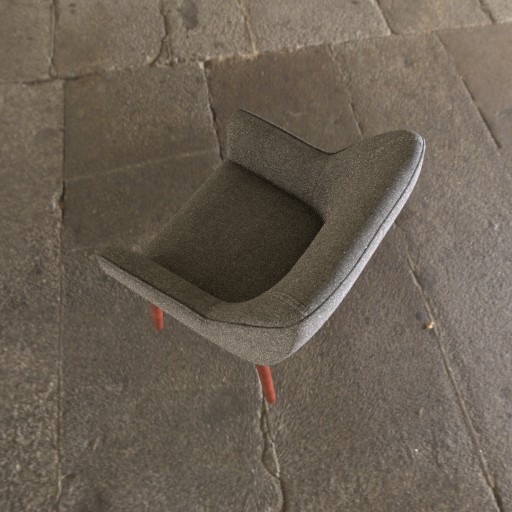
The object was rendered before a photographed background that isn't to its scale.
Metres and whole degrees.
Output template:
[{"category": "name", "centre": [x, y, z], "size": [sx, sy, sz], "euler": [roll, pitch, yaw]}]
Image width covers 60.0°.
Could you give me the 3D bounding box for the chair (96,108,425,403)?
[{"category": "chair", "centre": [0.000, 0.000, 1.141], "size": [0.519, 0.803, 0.543], "euler": [32, 68, 15]}]
